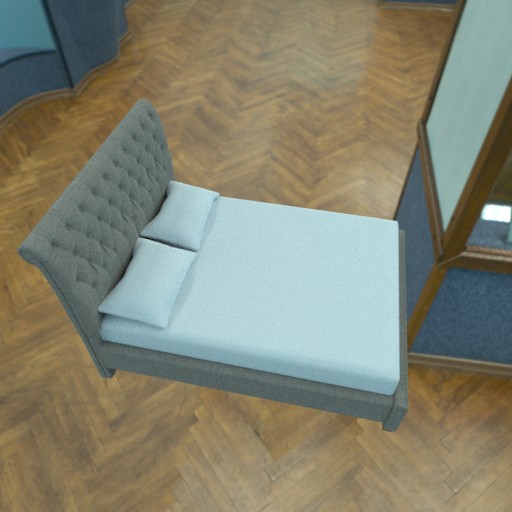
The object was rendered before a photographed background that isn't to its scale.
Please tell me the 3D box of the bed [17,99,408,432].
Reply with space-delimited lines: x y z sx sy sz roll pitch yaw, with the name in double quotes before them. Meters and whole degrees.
"bed" 0.000 0.000 3.200 2.252 1.371 1.645 9 47 8
